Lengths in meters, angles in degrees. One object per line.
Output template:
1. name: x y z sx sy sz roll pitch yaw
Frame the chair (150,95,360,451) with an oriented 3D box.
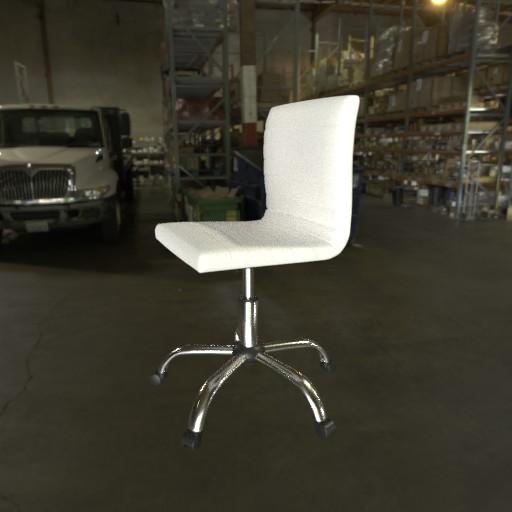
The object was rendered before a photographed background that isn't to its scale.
1. chair: 0.000 0.000 1.158 0.530 0.780 0.556 -7 16 -25
